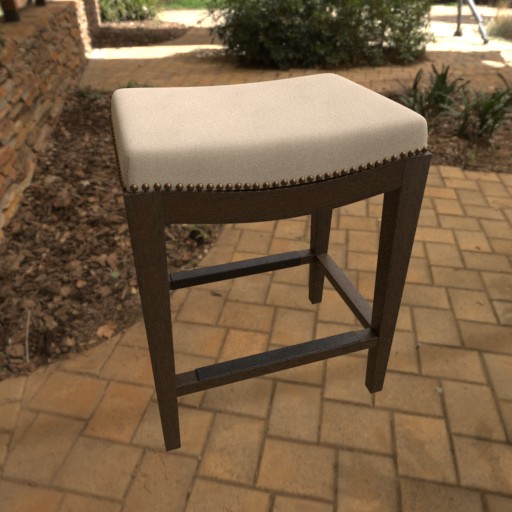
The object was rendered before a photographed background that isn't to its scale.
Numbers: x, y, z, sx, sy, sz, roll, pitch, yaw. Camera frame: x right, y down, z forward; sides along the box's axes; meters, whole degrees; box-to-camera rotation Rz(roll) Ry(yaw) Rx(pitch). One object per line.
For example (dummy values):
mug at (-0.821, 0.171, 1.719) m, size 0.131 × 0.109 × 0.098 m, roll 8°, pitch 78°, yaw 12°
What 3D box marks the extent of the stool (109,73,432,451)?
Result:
stool at (0.000, 0.000, 0.931) m, size 0.500 × 0.642 × 0.361 m, roll -10°, pitch 36°, yaw -15°
